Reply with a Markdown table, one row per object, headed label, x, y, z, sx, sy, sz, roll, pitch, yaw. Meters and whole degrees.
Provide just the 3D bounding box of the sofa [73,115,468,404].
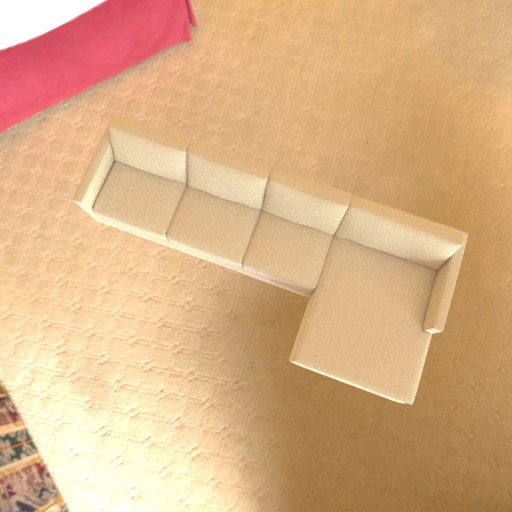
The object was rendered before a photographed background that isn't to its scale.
| label | x | y | z | sx | sy | sz | roll | pitch | yaw |
| --- | --- | --- | --- | --- | --- | --- | --- | --- | --- |
| sofa | 0.000 | 0.000 | 4.151 | 3.471 | 0.954 | 1.599 | 20 | 77 | 5 |
